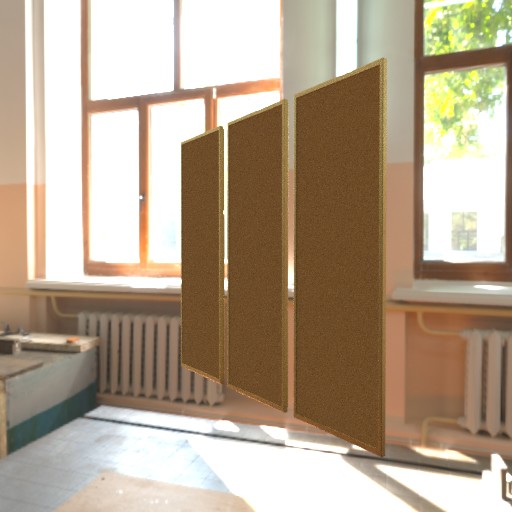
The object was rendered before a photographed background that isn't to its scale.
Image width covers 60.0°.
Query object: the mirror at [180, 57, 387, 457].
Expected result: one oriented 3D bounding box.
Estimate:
[{"bbox_3d":[0.000,0.000,1.438,0.023,0.926,1.011,-1,1,-37],"label":"mirror"}]
